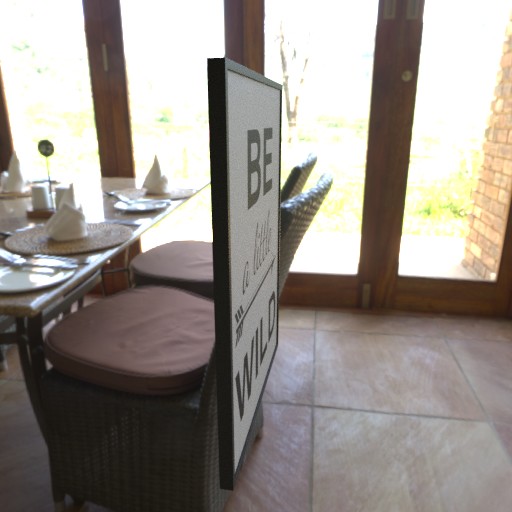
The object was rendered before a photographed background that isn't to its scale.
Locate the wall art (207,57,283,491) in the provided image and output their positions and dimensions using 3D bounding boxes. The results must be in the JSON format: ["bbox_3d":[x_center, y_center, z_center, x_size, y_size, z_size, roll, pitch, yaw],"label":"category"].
[{"bbox_3d":[0.000,0.000,1.403,0.038,1.062,0.806,3,18,11],"label":"wall art"}]
